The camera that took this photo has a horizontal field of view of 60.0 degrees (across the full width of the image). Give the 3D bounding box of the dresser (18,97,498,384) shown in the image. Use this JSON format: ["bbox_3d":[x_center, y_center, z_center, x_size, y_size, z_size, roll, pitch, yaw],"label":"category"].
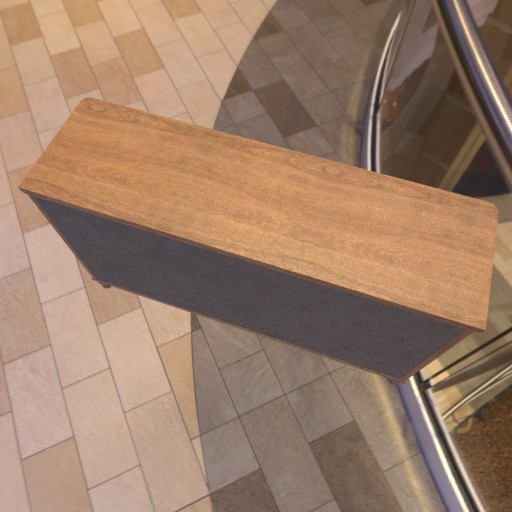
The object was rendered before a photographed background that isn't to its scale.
[{"bbox_3d":[0.000,0.000,1.913,1.583,0.892,0.468,17,64,9],"label":"dresser"}]
